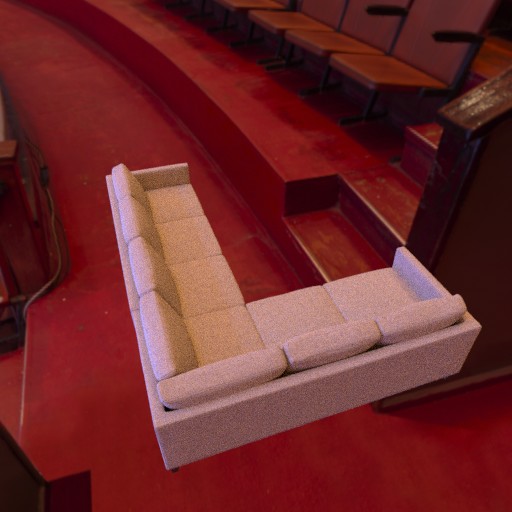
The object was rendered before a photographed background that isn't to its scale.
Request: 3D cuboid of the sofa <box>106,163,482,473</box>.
[{"bbox_3d":[0.000,0.000,4.244,2.432,0.863,3.182,-13,42,-15],"label":"sofa"}]
